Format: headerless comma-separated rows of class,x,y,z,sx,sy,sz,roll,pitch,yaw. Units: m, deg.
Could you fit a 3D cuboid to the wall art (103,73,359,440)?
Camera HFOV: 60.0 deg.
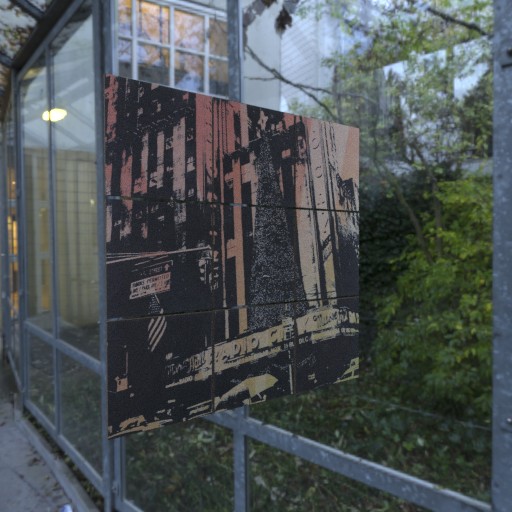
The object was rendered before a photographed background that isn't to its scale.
wall art,0.000,0.000,1.819,1.216,1.216,0.013,-1,2,-35
